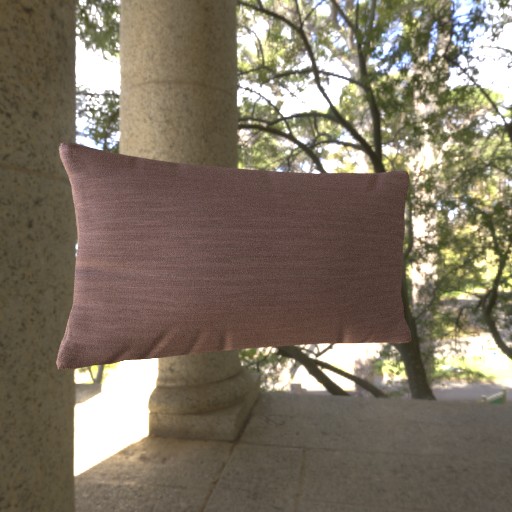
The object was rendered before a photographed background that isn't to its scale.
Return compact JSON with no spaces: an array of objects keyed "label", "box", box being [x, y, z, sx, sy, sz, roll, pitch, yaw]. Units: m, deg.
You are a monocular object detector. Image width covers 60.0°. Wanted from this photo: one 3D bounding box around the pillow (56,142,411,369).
[{"label":"pillow","box":[0.000,0.000,0.771,0.633,0.338,0.210,0,0,-20]}]
